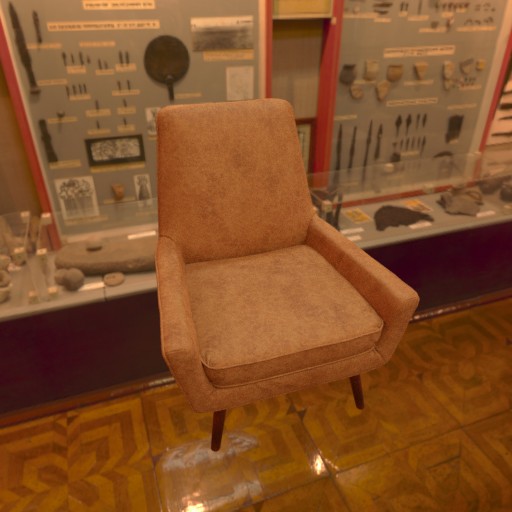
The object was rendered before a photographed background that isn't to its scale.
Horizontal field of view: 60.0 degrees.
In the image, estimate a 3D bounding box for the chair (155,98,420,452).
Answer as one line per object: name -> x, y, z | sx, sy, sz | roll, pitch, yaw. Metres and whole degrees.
chair -> 0.000, 0.000, 1.534 | 0.753, 0.883, 0.851 | -10, 33, -15
